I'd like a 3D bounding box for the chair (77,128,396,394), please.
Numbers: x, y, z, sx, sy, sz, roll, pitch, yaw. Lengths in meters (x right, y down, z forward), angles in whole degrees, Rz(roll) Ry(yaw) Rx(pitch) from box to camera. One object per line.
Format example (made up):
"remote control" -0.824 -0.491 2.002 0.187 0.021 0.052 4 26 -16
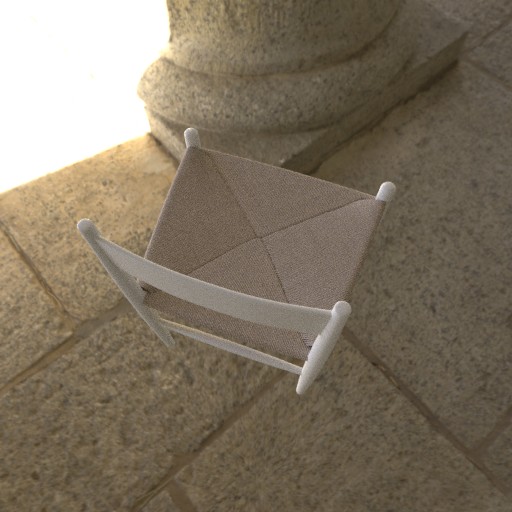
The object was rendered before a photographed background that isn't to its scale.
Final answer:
"chair" 0.000 0.000 1.108 0.556 0.762 0.495 17 64 9
